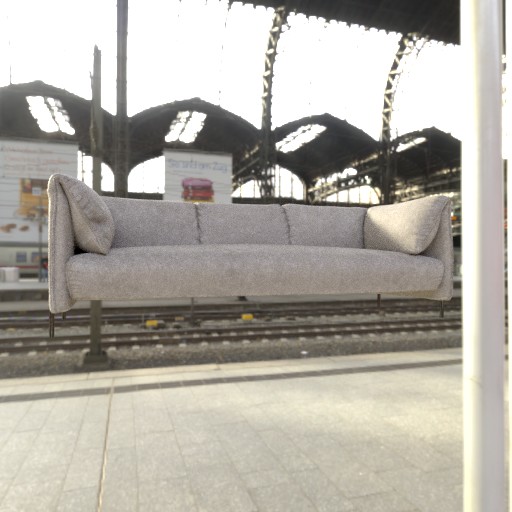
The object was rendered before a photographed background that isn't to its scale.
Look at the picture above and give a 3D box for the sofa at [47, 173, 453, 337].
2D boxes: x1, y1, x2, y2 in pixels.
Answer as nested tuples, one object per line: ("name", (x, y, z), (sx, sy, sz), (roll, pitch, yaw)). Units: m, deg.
("sofa", (0.000, 0.000, 2.689), (2.238, 0.758, 0.899), (0, -1, -19))
